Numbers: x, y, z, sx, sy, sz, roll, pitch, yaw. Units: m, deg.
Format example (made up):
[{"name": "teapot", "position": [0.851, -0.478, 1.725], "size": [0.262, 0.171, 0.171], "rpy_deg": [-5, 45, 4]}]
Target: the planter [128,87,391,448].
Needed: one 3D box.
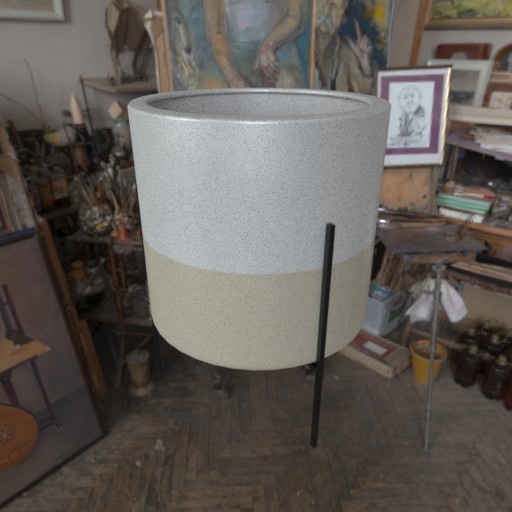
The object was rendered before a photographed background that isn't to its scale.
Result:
[{"name": "planter", "position": [0.000, 0.000, 0.721], "size": [0.368, 0.484, 0.359], "rpy_deg": [1, 26, 3]}]
